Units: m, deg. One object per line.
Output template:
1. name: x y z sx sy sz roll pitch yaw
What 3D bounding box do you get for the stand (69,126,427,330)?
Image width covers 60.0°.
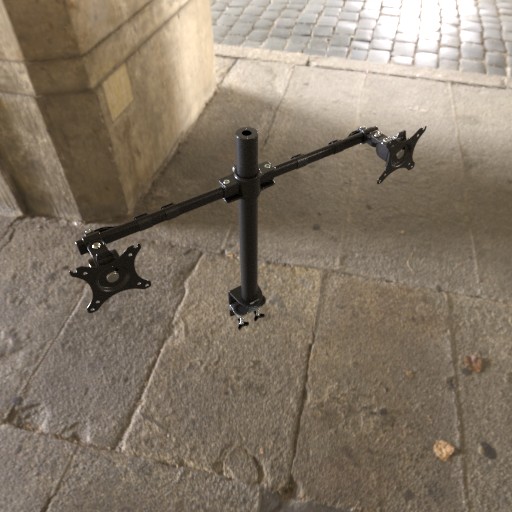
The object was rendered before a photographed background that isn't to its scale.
1. stand: 0.000 0.000 1.010 0.743 0.603 0.150 -25 52 -21
